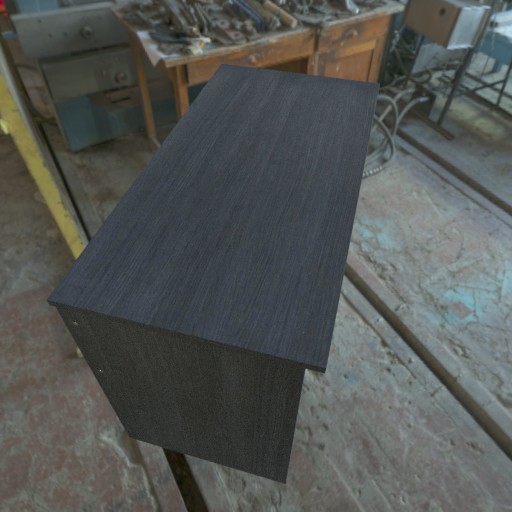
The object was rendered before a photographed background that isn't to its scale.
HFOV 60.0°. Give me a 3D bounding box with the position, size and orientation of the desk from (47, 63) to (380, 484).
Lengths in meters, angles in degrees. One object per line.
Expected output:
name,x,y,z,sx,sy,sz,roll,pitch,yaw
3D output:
desk,0.000,0.000,1.453,0.560,0.730,1.096,12,49,10
